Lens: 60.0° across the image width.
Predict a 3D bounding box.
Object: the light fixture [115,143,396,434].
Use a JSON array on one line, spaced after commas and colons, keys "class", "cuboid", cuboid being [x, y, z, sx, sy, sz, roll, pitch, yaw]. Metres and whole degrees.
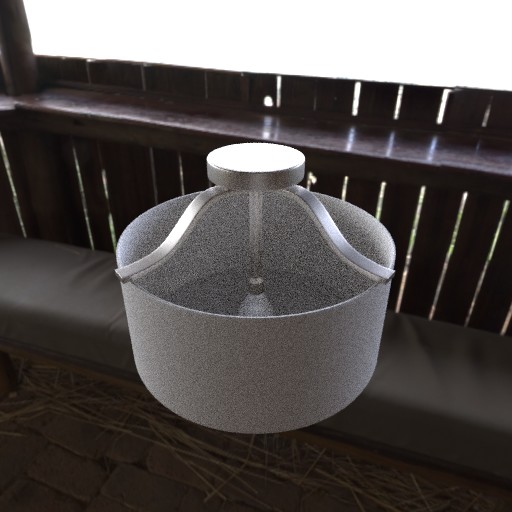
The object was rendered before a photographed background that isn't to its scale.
[{"class": "light fixture", "cuboid": [0.000, 0.000, 0.652, 0.395, 0.304, 0.395, 0, 30, 0]}]
